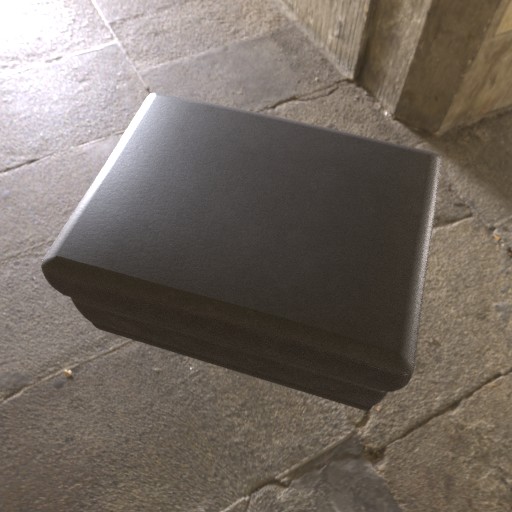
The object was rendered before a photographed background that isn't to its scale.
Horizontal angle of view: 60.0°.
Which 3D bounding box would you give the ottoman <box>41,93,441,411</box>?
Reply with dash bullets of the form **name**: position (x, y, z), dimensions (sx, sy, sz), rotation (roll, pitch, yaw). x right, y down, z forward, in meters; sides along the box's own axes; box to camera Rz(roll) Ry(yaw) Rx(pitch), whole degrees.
- **ottoman**: position (0.000, 0.000, 1.191), dimensions (0.795, 0.498, 0.590), rotation (15, 60, 9)
